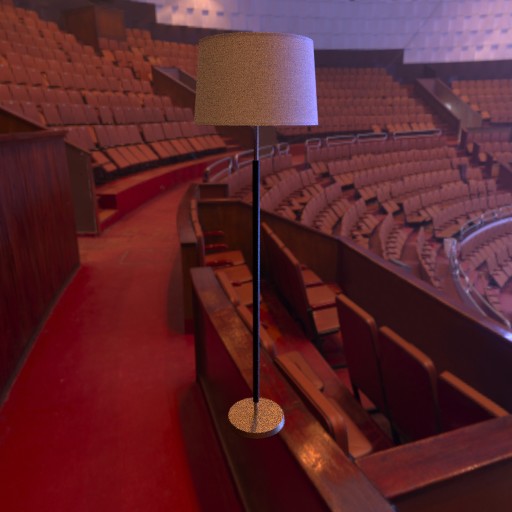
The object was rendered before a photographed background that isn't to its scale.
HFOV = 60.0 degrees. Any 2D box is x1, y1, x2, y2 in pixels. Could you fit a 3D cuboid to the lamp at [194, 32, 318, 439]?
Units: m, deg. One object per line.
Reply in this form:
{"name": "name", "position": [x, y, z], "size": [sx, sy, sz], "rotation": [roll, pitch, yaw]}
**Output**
{"name": "lamp", "position": [0.000, 0.000, 1.651], "size": [0.420, 1.447, 0.420], "rotation": [0, 17, 0]}
